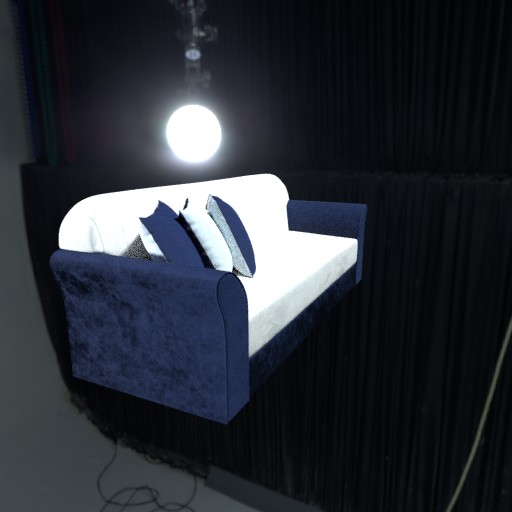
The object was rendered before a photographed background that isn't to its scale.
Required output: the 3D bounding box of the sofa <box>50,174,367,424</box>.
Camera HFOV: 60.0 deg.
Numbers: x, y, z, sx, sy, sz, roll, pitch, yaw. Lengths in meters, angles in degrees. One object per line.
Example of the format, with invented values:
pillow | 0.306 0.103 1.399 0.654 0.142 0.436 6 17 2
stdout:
sofa | 0.000 0.000 2.422 0.749 0.789 2.006 7 15 26
